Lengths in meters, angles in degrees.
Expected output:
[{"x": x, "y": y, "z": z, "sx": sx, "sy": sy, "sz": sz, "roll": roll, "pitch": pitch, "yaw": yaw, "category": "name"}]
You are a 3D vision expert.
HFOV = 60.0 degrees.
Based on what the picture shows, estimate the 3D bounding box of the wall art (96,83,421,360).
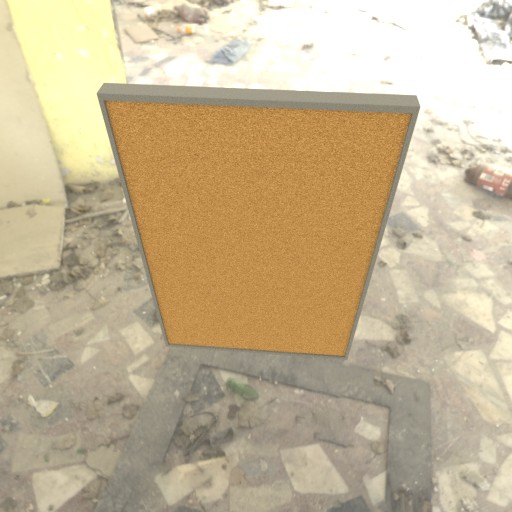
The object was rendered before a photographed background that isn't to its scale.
[{"x": 0.000, "y": 0.000, "z": 0.982, "sx": 0.511, "sy": 0.753, "sz": 0.039, "roll": 4, "pitch": 47, "yaw": 3, "category": "wall art"}]
